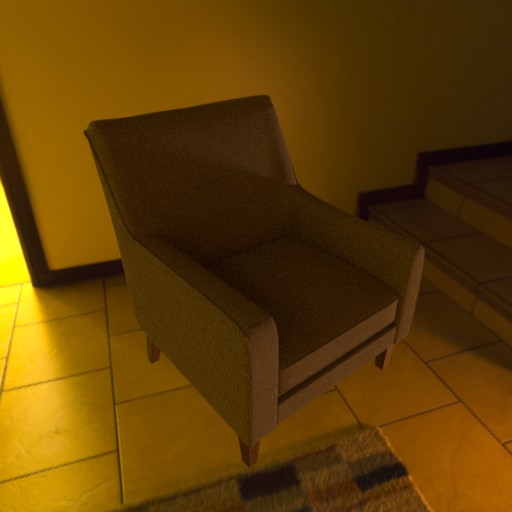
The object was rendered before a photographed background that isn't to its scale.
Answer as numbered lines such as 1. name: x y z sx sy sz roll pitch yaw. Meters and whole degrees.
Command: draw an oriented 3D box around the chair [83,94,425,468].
1. chair: 0.000 0.000 1.599 0.780 0.919 0.899 -22 37 -33
